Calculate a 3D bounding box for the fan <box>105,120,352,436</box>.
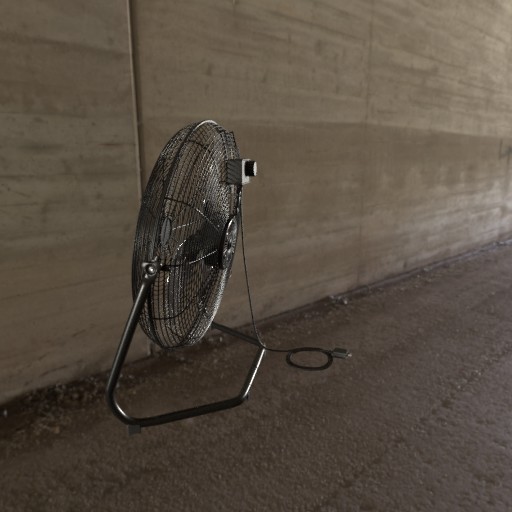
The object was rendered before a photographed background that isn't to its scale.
[{"bbox_3d":[0.000,0.000,1.024,0.470,0.605,0.595,2,13,10],"label":"fan"}]
